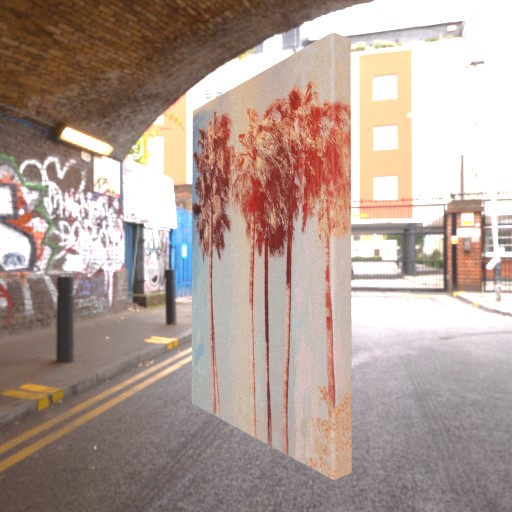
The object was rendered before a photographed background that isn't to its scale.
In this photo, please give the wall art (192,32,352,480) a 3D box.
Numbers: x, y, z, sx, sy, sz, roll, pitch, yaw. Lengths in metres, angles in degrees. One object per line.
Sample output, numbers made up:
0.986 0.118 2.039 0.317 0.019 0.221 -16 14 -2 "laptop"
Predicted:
0.000 0.000 0.770 0.038 0.610 0.401 0 -1 -36 "wall art"
